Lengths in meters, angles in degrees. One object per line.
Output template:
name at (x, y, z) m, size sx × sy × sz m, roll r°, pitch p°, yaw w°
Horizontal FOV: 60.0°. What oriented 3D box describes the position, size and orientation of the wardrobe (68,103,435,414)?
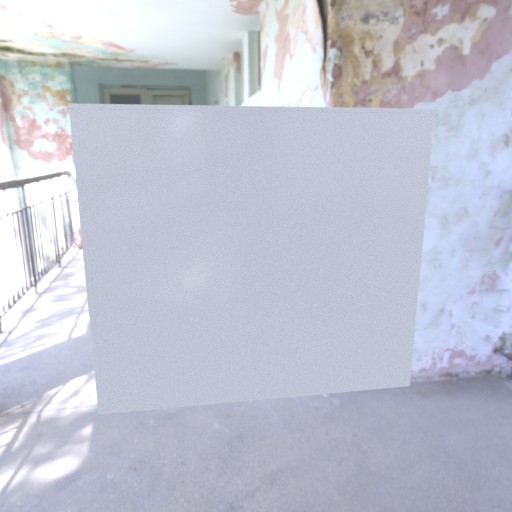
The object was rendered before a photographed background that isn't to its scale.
wardrobe at (0.000, 0.000, 1.915) m, size 1.340 × 1.200 × 0.360 m, roll -2°, pitch 14°, yaw -9°
